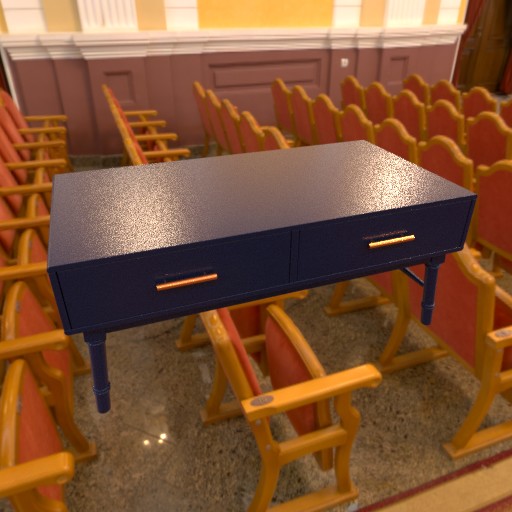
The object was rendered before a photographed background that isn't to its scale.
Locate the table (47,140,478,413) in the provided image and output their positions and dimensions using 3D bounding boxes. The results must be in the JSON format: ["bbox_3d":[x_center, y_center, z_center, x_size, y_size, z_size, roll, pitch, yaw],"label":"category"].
[{"bbox_3d":[0.000,0.000,1.349,1.067,0.457,0.572,-11,32,-17],"label":"table"}]
